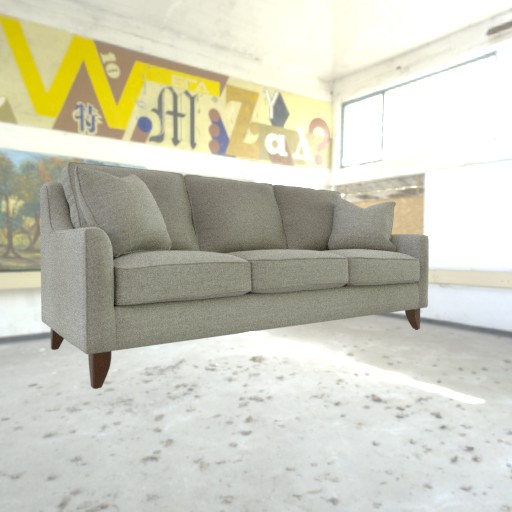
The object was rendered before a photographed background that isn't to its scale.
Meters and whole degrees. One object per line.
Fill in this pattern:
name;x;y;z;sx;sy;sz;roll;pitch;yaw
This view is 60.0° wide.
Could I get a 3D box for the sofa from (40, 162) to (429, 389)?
sofa;0.000;0.000;2.429;2.031;0.914;0.865;-1;2;-35
